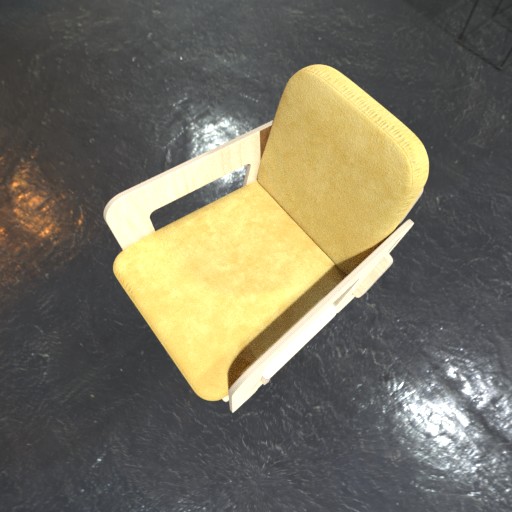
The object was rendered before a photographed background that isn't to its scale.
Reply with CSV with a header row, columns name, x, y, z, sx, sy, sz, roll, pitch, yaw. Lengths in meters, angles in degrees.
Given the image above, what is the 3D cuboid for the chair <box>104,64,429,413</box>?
name,x,y,z,sx,sy,sz,roll,pitch,yaw
chair,0.000,0.000,1.283,0.710,0.800,0.590,-34,68,-16
